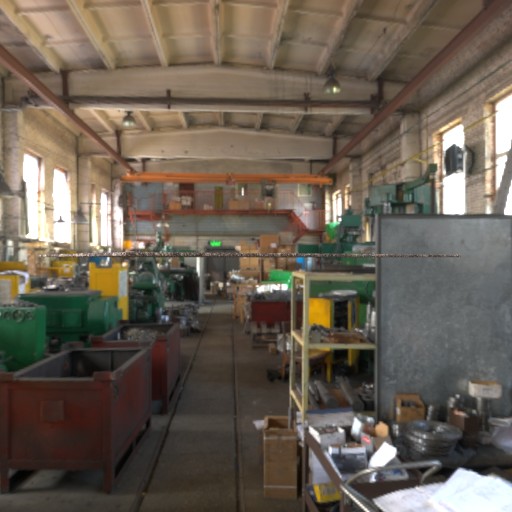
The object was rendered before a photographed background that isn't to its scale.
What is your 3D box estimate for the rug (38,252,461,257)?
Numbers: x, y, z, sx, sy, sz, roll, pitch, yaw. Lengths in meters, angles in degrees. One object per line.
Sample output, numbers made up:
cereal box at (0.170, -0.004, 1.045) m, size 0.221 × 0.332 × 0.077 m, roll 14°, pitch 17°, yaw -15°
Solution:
rug at (0.000, 0.000, 2.259) m, size 1.814 × 0.012 × 1.186 m, roll 0°, pitch 0°, yaw -37°
